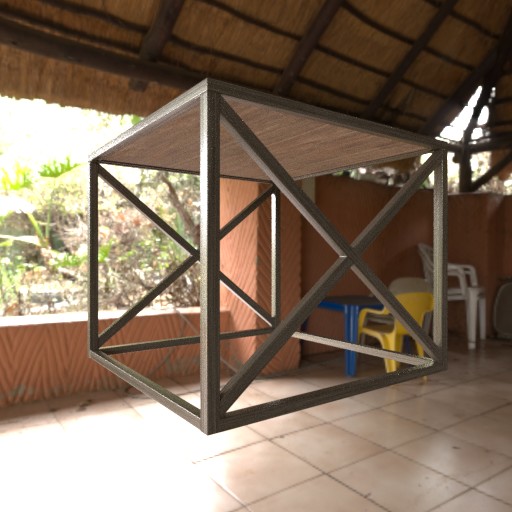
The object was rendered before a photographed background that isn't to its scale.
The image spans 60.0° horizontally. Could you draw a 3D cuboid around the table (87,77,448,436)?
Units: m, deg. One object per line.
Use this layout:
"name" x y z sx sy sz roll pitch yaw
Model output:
"table" 0.000 0.000 1.051 0.611 0.507 0.609 0 0 -36
